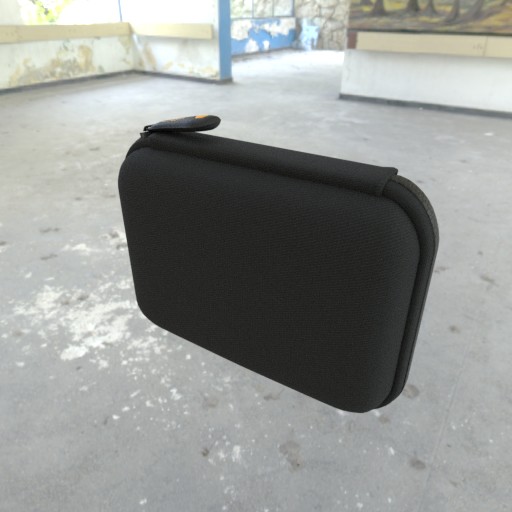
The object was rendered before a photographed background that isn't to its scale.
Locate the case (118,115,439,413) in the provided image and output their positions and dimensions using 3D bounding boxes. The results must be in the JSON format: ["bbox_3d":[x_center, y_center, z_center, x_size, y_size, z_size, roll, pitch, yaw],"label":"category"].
[{"bbox_3d":[0.000,0.000,0.178,0.132,0.105,0.038,18,34,28],"label":"case"}]
